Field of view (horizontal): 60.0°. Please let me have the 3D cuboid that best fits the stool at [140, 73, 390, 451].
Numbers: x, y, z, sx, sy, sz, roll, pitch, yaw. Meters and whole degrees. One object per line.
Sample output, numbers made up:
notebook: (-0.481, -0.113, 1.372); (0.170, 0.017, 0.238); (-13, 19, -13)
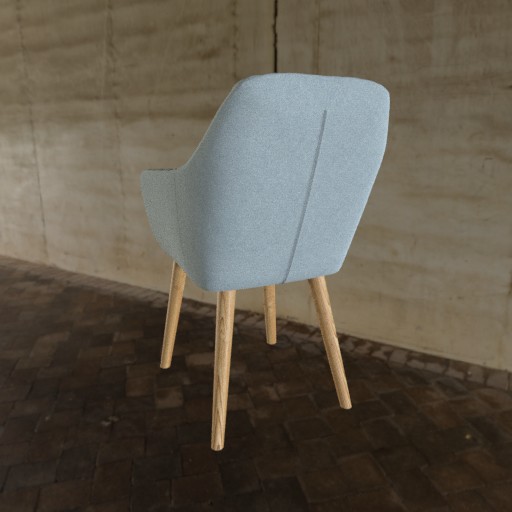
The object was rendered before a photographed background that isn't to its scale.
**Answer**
stool: (0.000, 0.000, 1.179); (0.503, 0.830, 0.590); (-7, 16, -26)
